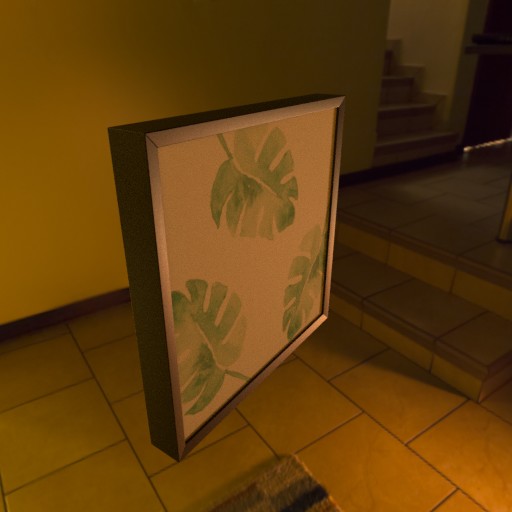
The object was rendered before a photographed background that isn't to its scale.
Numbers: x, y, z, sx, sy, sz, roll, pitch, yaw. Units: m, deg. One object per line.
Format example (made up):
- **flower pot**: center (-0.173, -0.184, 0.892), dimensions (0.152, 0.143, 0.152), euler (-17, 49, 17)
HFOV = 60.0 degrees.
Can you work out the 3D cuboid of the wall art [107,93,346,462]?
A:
- **wall art**: center (0.000, 0.000, 0.474), dimensions (0.038, 0.304, 0.304), euler (17, 30, 32)
